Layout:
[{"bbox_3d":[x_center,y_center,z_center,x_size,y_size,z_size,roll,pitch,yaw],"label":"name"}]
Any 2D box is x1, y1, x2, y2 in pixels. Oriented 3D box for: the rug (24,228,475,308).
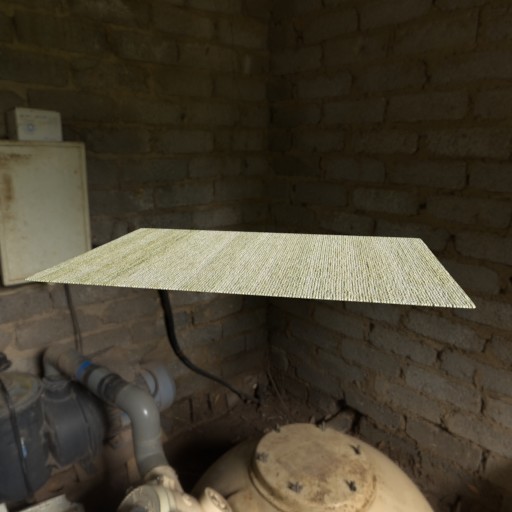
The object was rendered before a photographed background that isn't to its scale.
[{"bbox_3d":[0.000,0.000,2.220,1.758,0.010,1.143,3,15,10],"label":"rug"}]
